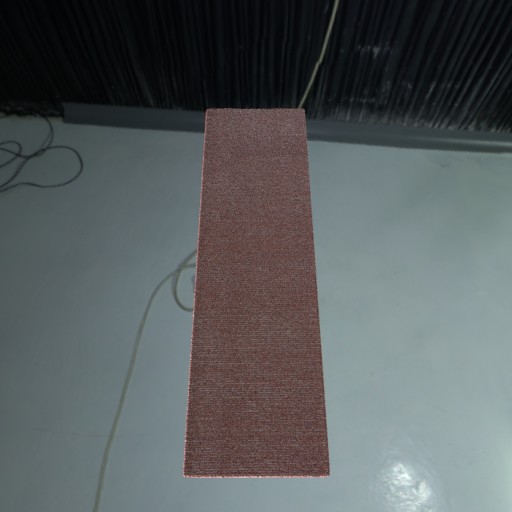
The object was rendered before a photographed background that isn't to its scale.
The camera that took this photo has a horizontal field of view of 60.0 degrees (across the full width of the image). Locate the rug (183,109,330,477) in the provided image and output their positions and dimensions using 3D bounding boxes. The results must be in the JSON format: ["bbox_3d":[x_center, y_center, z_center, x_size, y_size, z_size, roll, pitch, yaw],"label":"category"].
[{"bbox_3d":[0.000,0.000,2.583,0.687,0.012,2.307,0,63,0],"label":"rug"}]
